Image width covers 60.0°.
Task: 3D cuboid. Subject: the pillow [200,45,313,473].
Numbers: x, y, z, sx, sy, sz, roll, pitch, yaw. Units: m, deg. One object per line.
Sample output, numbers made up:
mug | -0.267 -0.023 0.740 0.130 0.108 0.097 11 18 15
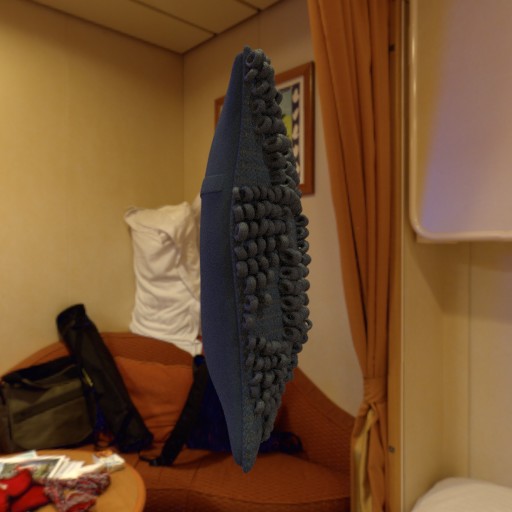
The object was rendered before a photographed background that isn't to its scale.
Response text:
pillow | 0.000 0.000 0.706 0.172 0.466 0.469 0 0 0
